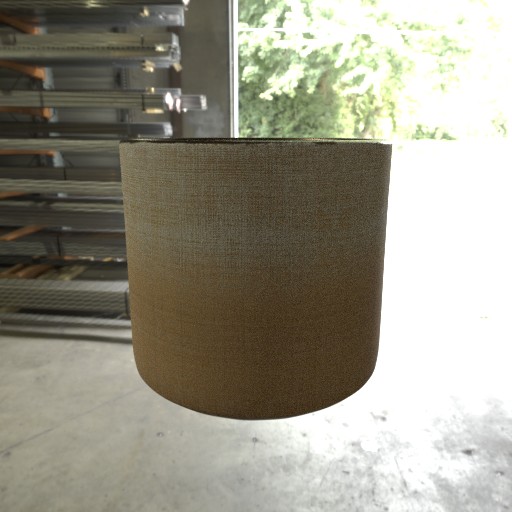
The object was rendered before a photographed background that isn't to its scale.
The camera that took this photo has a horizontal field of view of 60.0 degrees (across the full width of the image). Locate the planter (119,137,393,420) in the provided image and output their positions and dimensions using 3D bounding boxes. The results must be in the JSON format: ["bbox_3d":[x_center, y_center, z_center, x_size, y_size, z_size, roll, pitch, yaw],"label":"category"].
[{"bbox_3d":[0.000,0.000,0.392,0.221,0.201,0.221,0,16,0],"label":"planter"}]
